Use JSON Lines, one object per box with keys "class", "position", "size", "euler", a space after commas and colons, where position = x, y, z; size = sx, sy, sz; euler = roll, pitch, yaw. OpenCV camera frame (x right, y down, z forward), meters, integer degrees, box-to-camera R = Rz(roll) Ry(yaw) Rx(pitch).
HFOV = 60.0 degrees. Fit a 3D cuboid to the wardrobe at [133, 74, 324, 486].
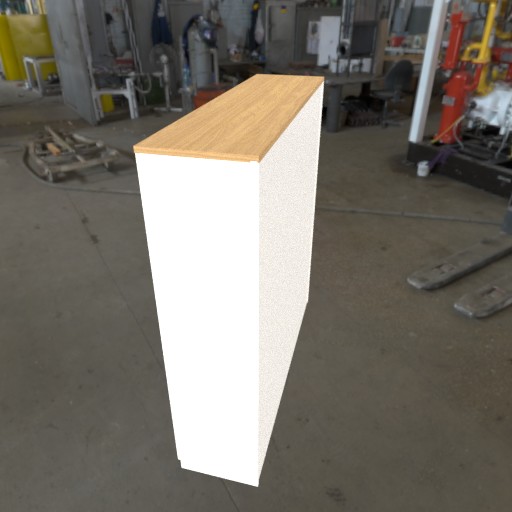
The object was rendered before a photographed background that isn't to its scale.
{"class": "wardrobe", "position": [0.000, 0.000, 3.357], "size": [0.590, 2.260, 2.160], "euler": [8, 31, 13]}
